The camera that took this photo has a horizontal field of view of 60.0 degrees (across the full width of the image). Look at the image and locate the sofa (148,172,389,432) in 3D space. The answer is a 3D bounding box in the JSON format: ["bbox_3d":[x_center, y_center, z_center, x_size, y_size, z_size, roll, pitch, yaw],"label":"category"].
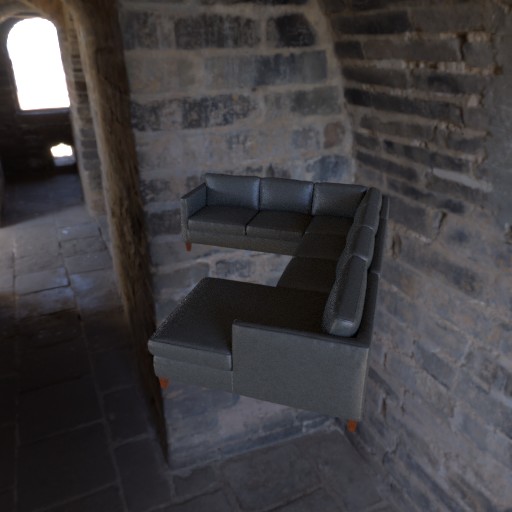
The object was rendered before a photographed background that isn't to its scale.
[{"bbox_3d":[0.000,0.000,4.703,2.593,0.923,3.460,7,26,16],"label":"sofa"}]
